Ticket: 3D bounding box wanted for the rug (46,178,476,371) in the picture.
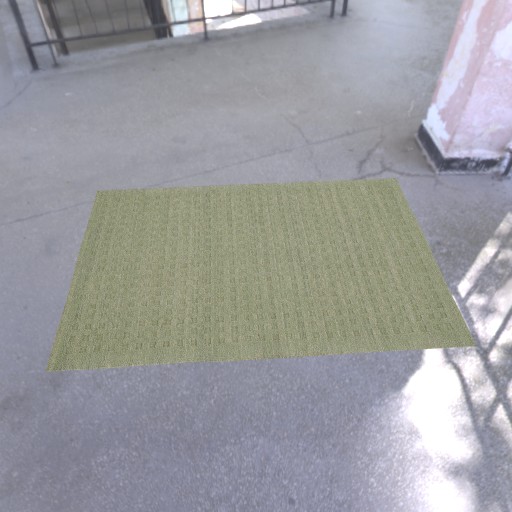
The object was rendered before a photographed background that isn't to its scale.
[{"bbox_3d":[0.000,0.000,2.182,1.747,0.006,1.143,-3,47,-3],"label":"rug"}]
